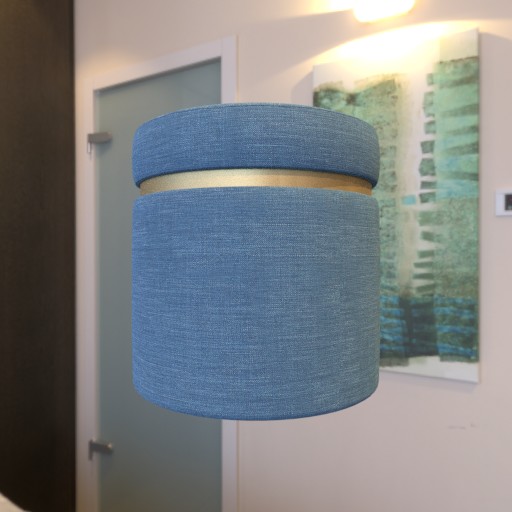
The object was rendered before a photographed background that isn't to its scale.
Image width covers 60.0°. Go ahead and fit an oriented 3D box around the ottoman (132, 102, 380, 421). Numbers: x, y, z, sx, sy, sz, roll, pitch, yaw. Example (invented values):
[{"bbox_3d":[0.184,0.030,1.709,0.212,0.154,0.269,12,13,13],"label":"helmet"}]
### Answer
[{"bbox_3d":[0.000,0.000,0.737,0.398,0.406,0.398,0,1,0],"label":"ottoman"}]
